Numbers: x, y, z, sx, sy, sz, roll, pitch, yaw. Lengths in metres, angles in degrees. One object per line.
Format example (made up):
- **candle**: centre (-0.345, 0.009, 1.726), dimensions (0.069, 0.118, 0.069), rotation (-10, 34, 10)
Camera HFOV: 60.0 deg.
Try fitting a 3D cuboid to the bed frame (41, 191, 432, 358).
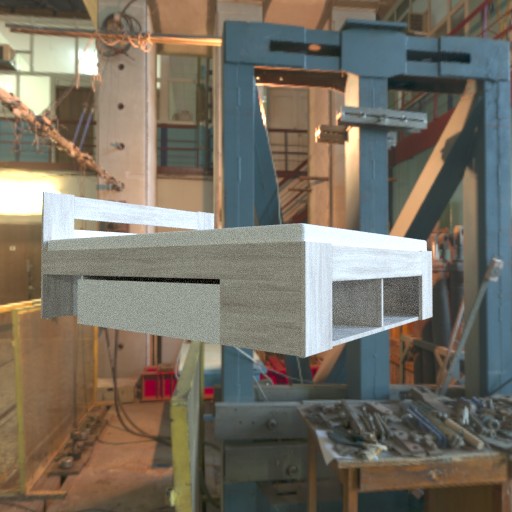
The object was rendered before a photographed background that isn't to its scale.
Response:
- **bed frame**: centre (0.000, 0.000, 3.147), dimensions (2.050, 0.860, 2.040), rotation (-1, -1, 38)
